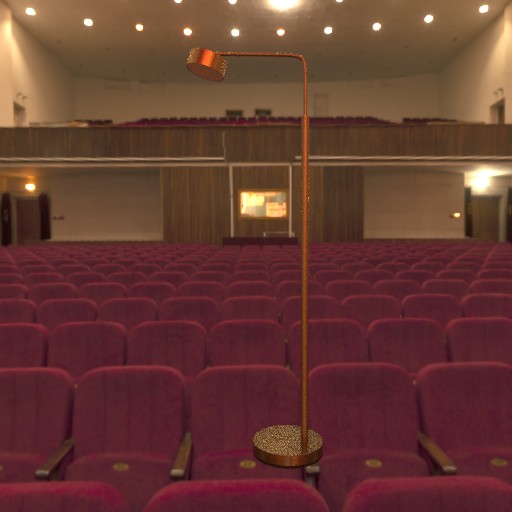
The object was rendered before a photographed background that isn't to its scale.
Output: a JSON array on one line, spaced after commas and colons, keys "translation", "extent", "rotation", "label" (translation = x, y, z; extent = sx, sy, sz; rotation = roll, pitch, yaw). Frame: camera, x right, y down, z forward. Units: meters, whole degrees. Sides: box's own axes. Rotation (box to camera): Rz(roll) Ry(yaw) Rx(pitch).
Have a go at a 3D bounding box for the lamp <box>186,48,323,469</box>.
[{"translation": [0.000, 0.000, 1.378], "extent": [0.418, 1.230, 0.219], "rotation": [0, 1, 0], "label": "lamp"}]
